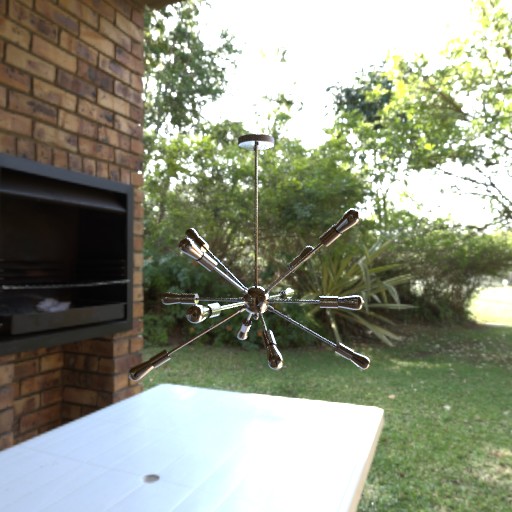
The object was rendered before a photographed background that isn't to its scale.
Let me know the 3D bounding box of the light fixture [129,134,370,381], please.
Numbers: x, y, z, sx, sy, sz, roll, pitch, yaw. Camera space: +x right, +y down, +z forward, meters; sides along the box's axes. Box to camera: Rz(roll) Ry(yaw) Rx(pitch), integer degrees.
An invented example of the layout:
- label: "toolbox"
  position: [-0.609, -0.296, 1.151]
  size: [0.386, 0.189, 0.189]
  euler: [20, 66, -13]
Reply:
- label: "light fixture"
  position: [0.000, 0.000, 1.052]
  size: [0.509, 0.558, 0.684]
  euler: [-1, -2, 18]
